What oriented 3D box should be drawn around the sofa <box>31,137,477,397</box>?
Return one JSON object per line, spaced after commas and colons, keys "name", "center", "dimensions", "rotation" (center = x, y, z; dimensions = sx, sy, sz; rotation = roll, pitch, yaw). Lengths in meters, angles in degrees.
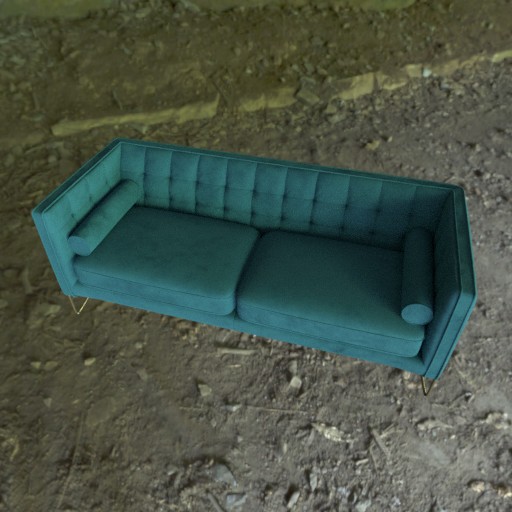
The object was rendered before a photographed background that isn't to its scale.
{"name": "sofa", "center": [0.000, 0.000, 2.496], "dimensions": [2.087, 0.789, 0.867], "rotation": [11, 42, 12]}
